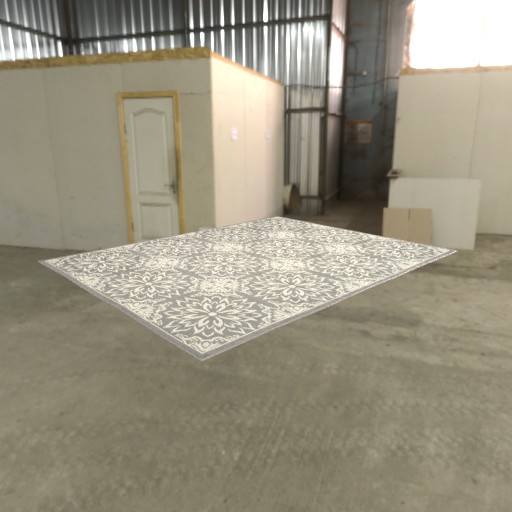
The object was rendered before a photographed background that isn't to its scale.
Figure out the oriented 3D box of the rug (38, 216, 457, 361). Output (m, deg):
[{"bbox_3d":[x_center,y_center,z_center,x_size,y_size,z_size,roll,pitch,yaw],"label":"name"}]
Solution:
[{"bbox_3d":[0.000,0.000,4.003,2.980,0.012,2.363,-15,22,-41],"label":"rug"}]
